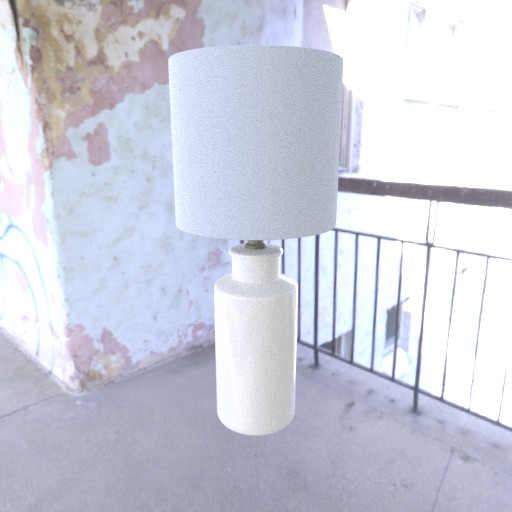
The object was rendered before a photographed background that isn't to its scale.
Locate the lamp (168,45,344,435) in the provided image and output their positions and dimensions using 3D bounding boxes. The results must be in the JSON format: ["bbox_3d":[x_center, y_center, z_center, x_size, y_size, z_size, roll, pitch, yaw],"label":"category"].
[{"bbox_3d":[0.000,0.000,0.608,0.212,0.493,0.212,-14,20,-42],"label":"lamp"}]
